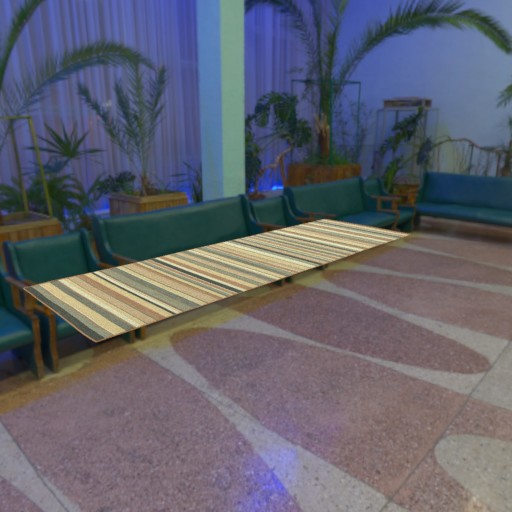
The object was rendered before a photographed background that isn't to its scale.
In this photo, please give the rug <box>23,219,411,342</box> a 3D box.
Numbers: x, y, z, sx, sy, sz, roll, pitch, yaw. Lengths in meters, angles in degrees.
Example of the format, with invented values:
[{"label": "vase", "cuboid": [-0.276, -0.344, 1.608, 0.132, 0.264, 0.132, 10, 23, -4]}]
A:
[{"label": "rug", "cuboid": [0.000, 0.000, 2.725, 2.444, 0.010, 0.799, -15, 22, -42]}]
